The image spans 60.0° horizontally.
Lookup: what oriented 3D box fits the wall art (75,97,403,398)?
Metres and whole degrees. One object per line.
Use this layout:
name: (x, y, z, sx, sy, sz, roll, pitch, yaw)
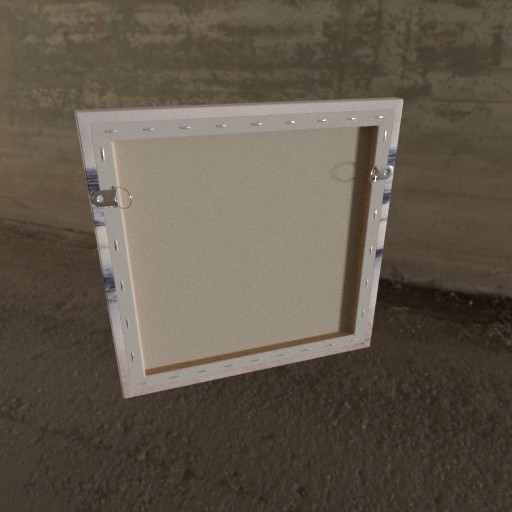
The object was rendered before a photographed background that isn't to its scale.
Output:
wall art: (0.000, 0.000, 1.146, 0.755, 0.747, 0.065, -8, 27, -16)
